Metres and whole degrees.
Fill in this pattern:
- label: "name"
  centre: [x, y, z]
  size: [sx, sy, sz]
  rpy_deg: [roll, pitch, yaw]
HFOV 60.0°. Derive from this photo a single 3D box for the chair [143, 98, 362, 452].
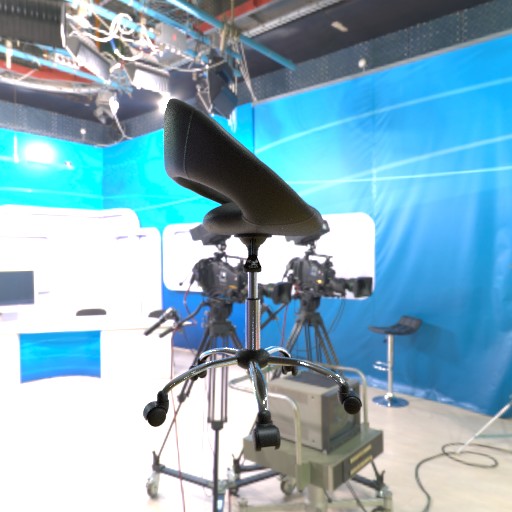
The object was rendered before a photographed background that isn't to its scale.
- label: "chair"
  centre: [0.000, 0.000, 1.185]
  size: [0.538, 0.791, 0.612]
  rpy_deg: [0, 1, 0]
